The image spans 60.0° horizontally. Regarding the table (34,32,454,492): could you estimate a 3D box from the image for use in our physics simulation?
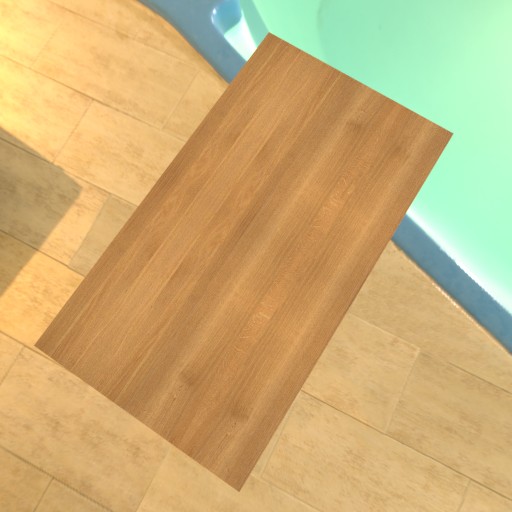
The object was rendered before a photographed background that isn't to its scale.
[{"bbox_3d":[0.000,0.000,2.085,0.900,0.750,1.600,32,79,7],"label":"table"}]
